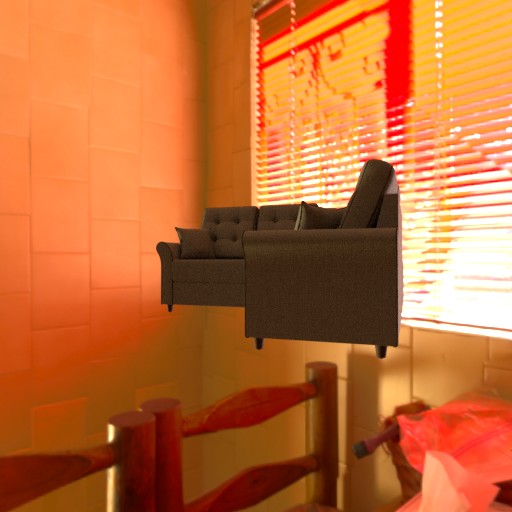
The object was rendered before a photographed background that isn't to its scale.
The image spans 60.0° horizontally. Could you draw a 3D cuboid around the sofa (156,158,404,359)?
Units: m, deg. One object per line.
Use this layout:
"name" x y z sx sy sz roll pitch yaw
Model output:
"sofa" 0.000 0.000 3.308 2.068 0.988 2.070 0 0 19
